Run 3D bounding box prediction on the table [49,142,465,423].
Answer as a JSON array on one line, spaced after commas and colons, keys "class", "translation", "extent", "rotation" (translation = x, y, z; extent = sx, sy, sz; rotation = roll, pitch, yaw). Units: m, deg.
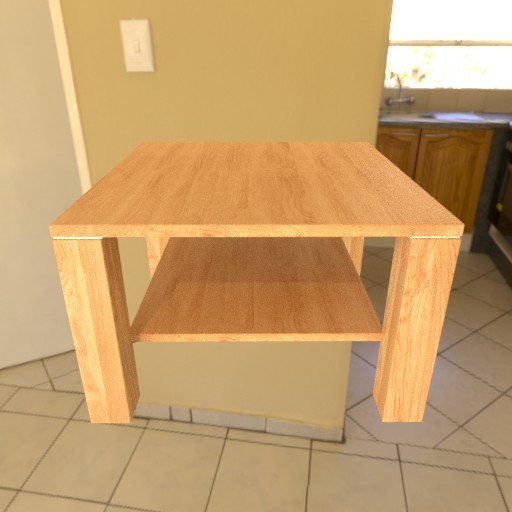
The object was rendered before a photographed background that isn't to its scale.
[{"class": "table", "translation": [0.000, 0.000, 1.156], "extent": [0.700, 0.450, 0.700], "rotation": [0, 25, 0]}]
